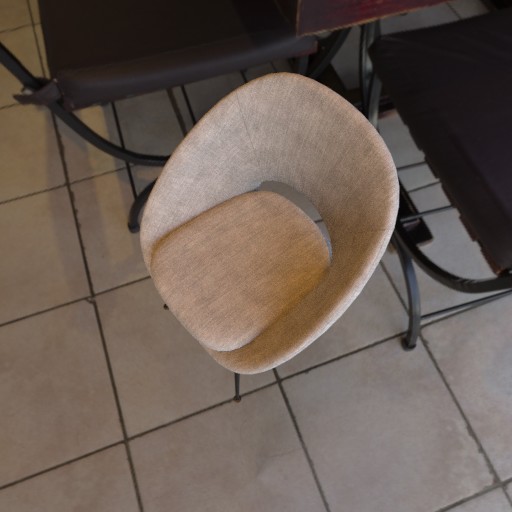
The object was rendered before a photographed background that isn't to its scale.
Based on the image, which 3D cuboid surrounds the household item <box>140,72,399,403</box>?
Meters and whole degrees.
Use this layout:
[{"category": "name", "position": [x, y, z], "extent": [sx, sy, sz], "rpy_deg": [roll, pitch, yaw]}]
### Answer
[{"category": "household item", "position": [0.000, 0.000, 1.318], "extent": [0.587, 0.869, 0.643], "rpy_deg": [-36, 69, -16]}]
